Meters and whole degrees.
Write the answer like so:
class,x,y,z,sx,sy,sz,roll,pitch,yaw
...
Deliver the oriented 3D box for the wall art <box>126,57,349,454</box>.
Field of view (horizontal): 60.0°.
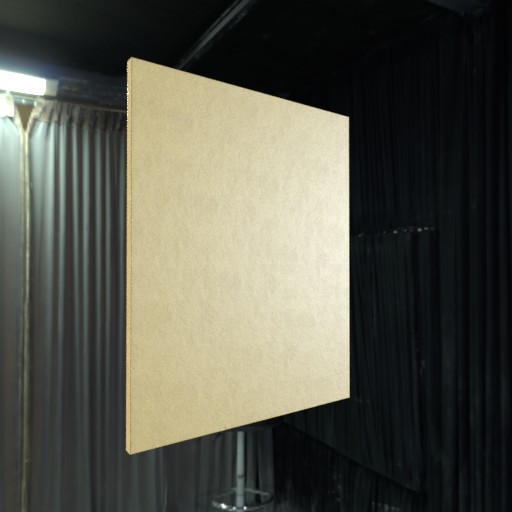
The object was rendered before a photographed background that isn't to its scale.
class,x,y,z,sx,sy,sz,roll,pitch,yaw
wall art,0.000,0.000,1.362,0.798,1.002,0.030,0,-1,-36
